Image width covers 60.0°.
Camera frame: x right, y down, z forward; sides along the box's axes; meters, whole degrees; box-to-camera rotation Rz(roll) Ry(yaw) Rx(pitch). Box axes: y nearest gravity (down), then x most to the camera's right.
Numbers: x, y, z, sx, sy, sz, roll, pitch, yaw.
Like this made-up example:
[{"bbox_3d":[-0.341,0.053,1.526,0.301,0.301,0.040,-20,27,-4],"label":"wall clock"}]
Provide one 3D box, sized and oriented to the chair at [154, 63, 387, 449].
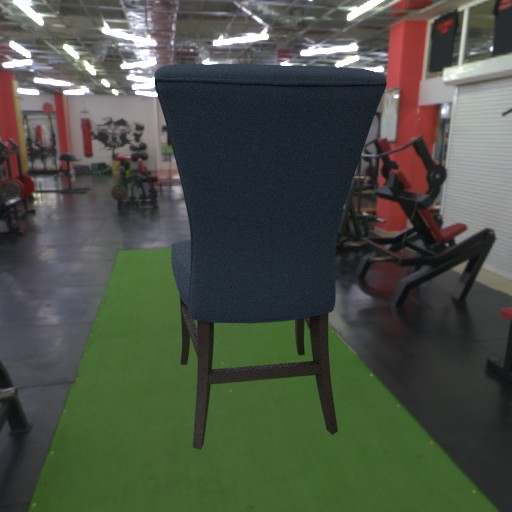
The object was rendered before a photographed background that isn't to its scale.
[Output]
[{"bbox_3d":[0.000,0.000,1.332,0.520,0.991,0.660,-2,15,-9],"label":"chair"}]
